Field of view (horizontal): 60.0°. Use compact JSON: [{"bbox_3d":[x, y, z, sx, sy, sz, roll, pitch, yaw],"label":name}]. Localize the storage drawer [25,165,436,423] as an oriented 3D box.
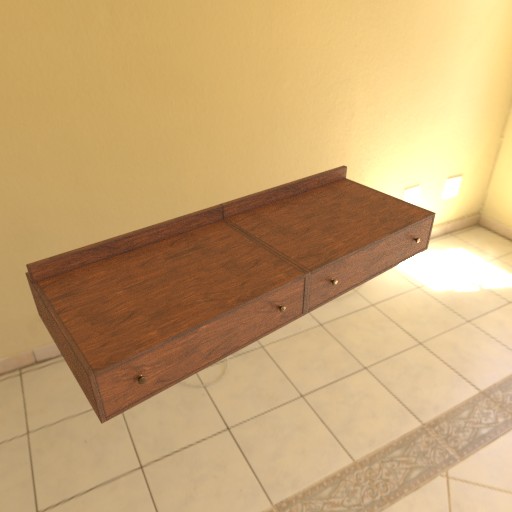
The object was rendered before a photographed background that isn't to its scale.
[{"bbox_3d":[0.000,0.000,2.196,1.914,0.339,0.774,-22,38,-32],"label":"storage drawer"}]
